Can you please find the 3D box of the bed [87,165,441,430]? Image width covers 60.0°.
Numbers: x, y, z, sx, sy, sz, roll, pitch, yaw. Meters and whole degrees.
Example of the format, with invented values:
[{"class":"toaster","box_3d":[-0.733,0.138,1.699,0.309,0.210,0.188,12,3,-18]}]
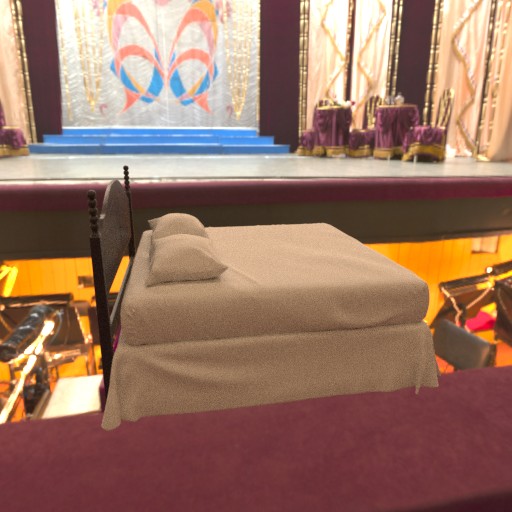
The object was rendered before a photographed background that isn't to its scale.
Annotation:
[{"class":"bed","box_3d":[0.000,0.000,3.629,2.219,1.355,2.322,-3,16,-10]}]
